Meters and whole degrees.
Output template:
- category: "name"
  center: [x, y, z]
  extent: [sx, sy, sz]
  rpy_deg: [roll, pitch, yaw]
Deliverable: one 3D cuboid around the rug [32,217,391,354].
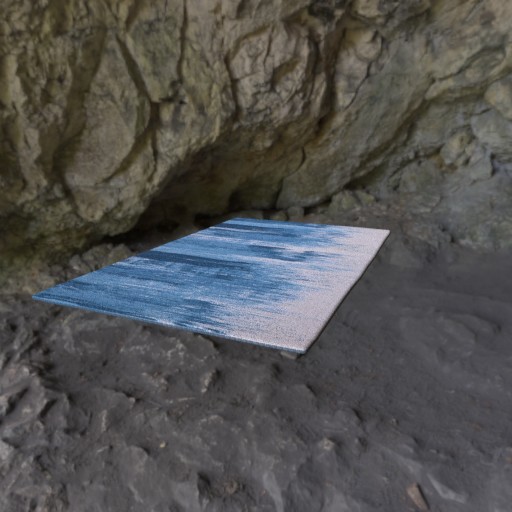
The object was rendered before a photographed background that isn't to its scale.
- category: "rug"
  center: [0.000, 0.000, 3.111]
  extent: [1.540, 0.027, 2.450]
  rpy_deg: [7, 17, 23]
